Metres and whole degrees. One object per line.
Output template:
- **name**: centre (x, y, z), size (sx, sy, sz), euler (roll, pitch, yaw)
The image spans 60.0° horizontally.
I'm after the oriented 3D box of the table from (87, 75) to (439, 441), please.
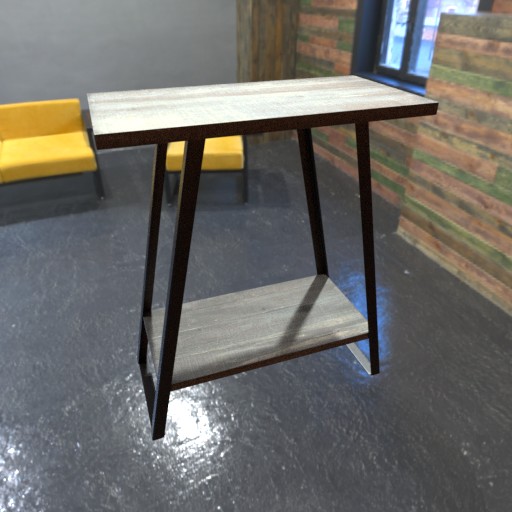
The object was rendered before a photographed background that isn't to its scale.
- **table**: centre (0.000, 0.000, 1.019), size (0.599, 0.701, 0.300), euler (-11, 33, -17)
